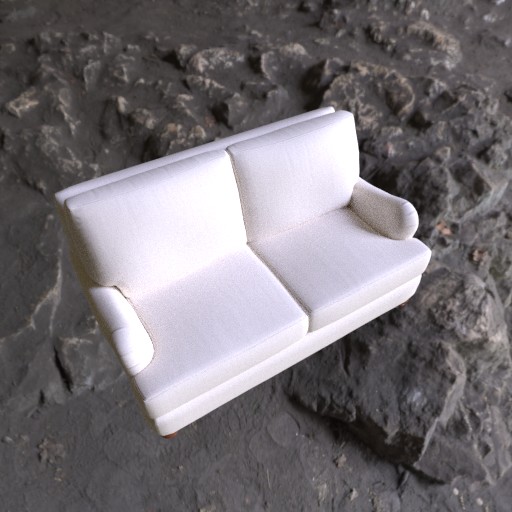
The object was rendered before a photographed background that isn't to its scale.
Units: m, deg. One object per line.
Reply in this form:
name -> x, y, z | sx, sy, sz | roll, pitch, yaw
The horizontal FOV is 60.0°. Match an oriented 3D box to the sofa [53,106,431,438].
sofa -> 0.000, 0.000, 2.553 | 1.853, 1.101, 1.084 | -24, 50, -22
